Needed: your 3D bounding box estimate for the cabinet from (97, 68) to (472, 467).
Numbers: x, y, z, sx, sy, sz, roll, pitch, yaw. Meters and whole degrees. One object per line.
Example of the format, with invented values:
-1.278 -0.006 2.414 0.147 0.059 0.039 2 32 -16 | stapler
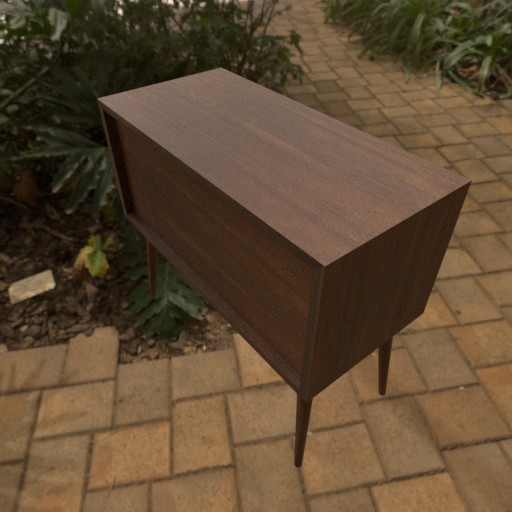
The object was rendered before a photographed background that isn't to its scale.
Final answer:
0.000 0.000 1.107 0.354 0.654 0.743 -27 48 -28 | cabinet
